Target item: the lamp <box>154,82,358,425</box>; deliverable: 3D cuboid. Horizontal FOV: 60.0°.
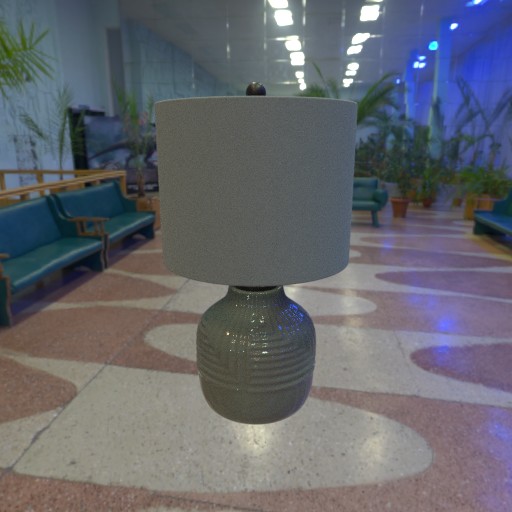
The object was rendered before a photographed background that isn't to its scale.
[{"bbox_3d":[0.000,0.000,0.772,0.318,0.567,0.318,0,15,0],"label":"lamp"}]
